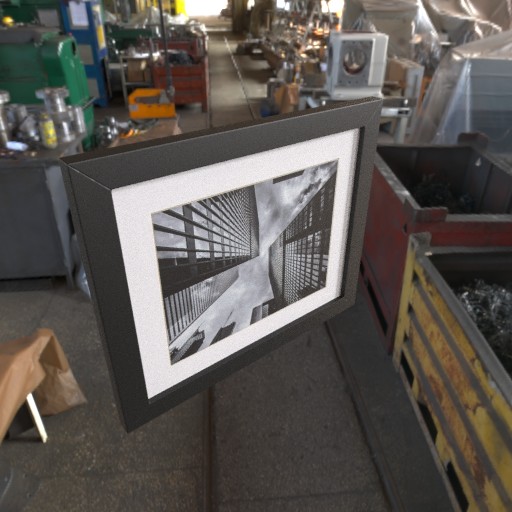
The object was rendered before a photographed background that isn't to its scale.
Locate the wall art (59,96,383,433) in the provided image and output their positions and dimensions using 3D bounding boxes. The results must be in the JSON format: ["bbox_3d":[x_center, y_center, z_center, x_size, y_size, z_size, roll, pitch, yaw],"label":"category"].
[{"bbox_3d":[0.000,0.000,0.762,0.558,0.457,0.031,-22,37,-32],"label":"wall art"}]
